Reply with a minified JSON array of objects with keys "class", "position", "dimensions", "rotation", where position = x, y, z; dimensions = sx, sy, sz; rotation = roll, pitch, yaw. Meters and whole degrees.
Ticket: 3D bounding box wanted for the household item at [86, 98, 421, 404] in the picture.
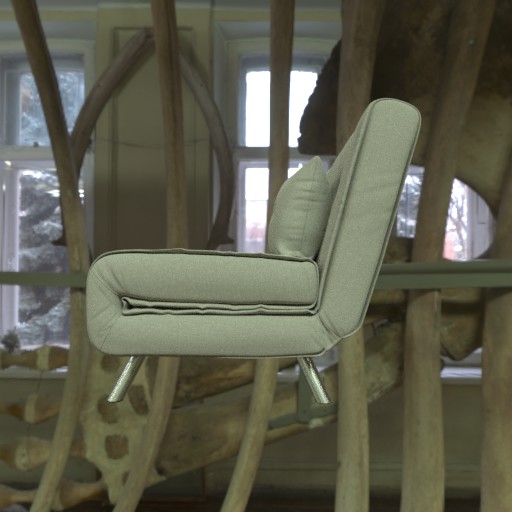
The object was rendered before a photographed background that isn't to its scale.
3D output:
[{"class":"household item","position":[0.000,0.000,1.620],"dimensions":[0.874,0.800,1.000],"rotation":[0,-1,1]}]
